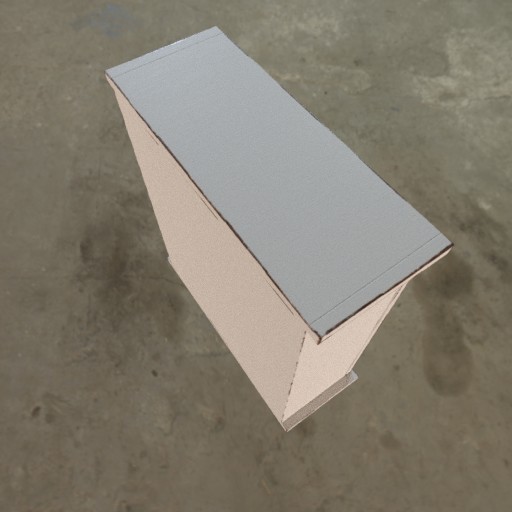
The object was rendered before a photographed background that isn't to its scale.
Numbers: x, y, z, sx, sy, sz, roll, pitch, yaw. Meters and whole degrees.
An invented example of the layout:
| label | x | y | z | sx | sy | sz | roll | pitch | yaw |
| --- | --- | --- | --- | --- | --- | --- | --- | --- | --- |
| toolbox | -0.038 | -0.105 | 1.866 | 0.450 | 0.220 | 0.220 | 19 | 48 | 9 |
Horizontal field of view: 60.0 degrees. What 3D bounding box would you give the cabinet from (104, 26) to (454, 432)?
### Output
| label | x | y | z | sx | sy | sz | roll | pitch | yaw |
| --- | --- | --- | --- | --- | --- | --- | --- | --- | --- |
| cabinet | 0.000 | 0.000 | 0.878 | 0.210 | 0.603 | 0.541 | -31 | 64 | -17 |
